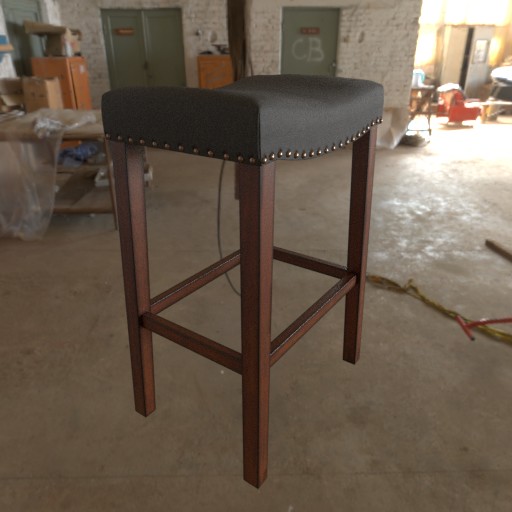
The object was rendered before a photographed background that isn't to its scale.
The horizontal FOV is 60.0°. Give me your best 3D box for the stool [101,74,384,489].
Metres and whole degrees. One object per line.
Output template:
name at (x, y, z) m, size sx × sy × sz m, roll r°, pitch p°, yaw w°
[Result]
stool at (0.000, 0.000, 1.010) m, size 0.366 × 0.748 × 0.502 m, roll 17°, pitch 30°, yaw 31°
